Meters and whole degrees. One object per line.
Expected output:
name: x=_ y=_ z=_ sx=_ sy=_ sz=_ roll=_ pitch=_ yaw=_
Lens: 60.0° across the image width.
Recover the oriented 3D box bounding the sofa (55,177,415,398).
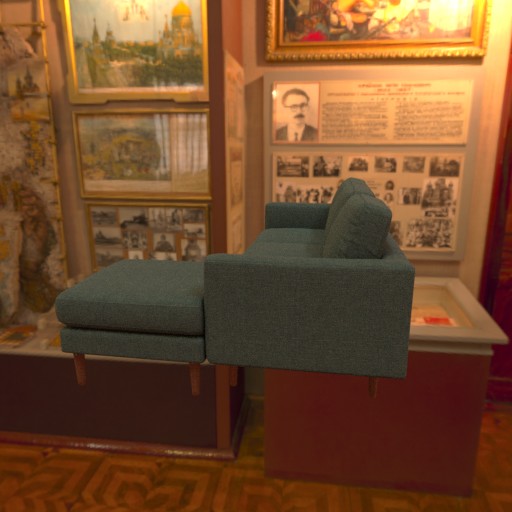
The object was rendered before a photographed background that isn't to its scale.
sofa: x=0.000 y=0.000 z=2.970 sx=1.667 sy=0.957 sz=2.055 roll=2 pitch=14 yaw=9
